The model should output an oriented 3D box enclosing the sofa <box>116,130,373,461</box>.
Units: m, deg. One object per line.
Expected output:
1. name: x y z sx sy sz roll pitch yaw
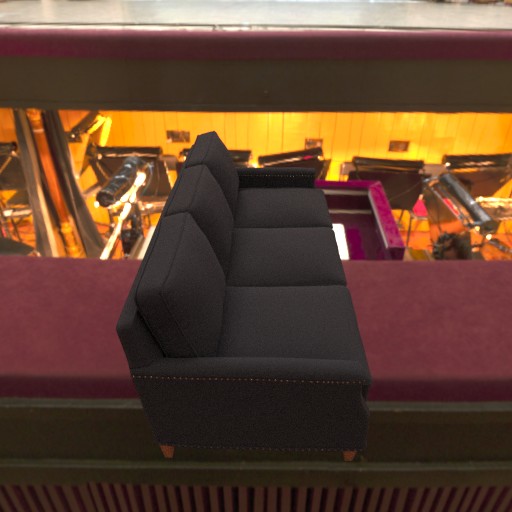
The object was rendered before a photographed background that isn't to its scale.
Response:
1. sofa: 0.000 0.000 2.809 1.084 1.003 2.246 1 33 1
